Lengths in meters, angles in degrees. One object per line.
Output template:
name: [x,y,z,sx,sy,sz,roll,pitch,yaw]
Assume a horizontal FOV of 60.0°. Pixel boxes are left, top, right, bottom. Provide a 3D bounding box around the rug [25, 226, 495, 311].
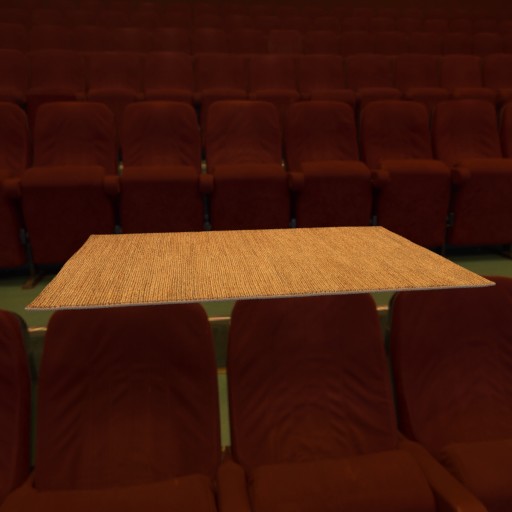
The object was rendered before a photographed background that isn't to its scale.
rug: [0.000,0.000,2.979,2.438,0.034,1.521,-2,16,-8]
